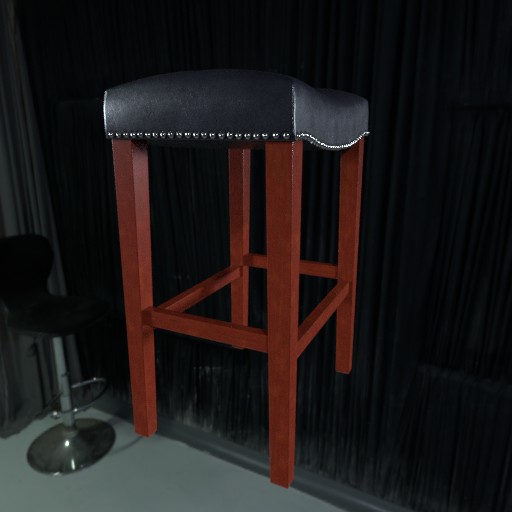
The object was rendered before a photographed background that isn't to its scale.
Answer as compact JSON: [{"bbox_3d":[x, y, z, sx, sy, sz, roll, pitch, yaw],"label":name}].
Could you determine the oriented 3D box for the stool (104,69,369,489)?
[{"bbox_3d":[0.000,0.000,1.009,0.372,0.742,0.504,8,18,25],"label":"stool"}]
